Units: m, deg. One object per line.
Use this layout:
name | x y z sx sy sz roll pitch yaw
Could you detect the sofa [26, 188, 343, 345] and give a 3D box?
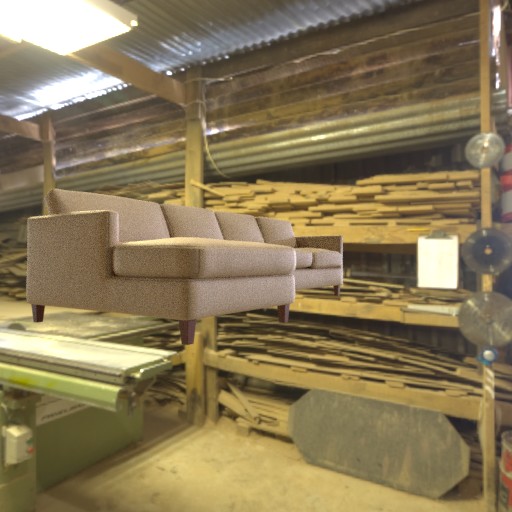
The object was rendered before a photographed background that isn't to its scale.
sofa | 0.000 0.000 3.768 1.502 0.876 3.201 0 -1 35
